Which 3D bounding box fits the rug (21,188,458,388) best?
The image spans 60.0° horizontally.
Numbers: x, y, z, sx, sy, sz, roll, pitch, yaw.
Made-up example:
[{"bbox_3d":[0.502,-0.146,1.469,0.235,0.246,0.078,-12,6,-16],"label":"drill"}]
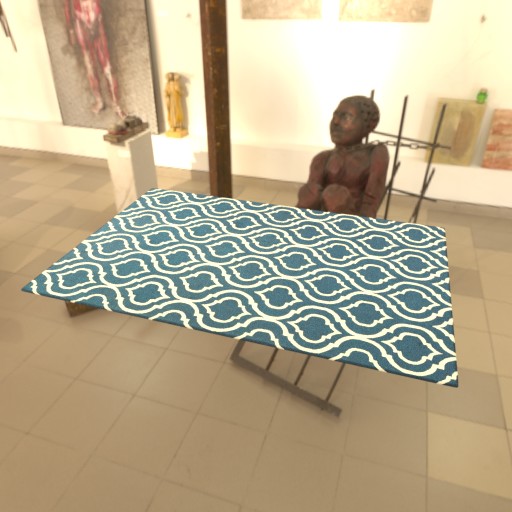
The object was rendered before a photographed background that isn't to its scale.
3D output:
[{"bbox_3d":[0.000,0.000,2.133,1.753,0.010,1.143,10,33,15],"label":"rug"}]
